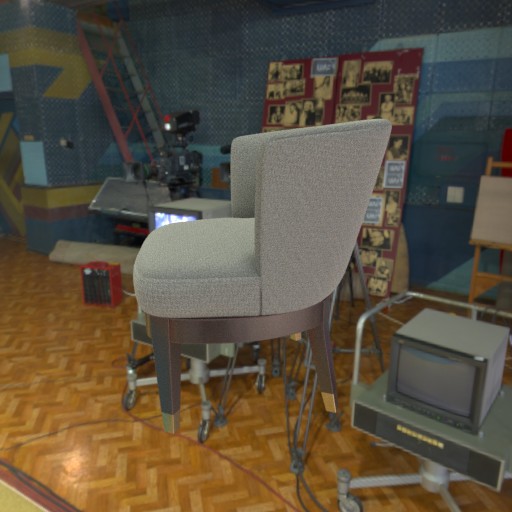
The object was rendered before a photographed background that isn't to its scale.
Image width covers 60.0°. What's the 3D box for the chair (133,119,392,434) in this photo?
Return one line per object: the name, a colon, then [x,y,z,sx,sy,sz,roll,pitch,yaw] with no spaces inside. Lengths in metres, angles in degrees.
chair: [0.000,0.000,1.288,0.660,0.760,0.700,-2,15,-8]
